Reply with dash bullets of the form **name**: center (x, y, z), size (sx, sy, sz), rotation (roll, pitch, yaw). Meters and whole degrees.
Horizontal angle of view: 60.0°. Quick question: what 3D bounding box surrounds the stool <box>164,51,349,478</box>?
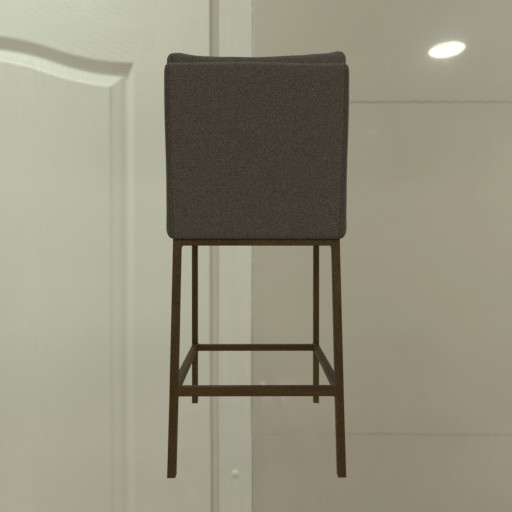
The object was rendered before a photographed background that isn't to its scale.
- **stool**: center (0.000, 0.000, 1.296), size (0.463, 1.030, 0.569), rotation (0, 0, 0)
